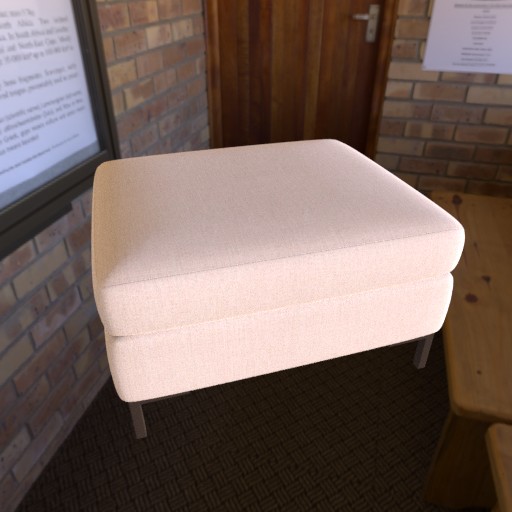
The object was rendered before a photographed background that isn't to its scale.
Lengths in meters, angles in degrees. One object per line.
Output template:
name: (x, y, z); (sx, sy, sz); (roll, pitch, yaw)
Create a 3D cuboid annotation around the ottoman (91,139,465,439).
ottoman: (0.000, 0.000, 1.199); (0.794, 0.453, 0.657); (-9, 33, -14)
